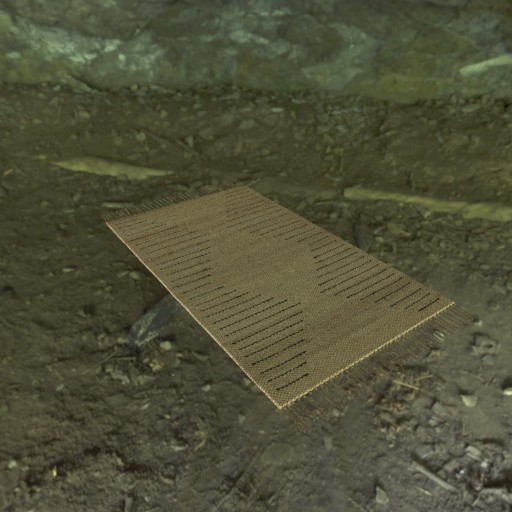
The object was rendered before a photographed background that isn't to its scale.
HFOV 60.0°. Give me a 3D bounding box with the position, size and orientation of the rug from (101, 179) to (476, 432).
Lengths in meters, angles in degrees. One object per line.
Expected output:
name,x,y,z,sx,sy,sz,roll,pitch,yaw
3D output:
rug,0.000,0.000,2.062,0.905,0.017,1.718,-21,37,-30
